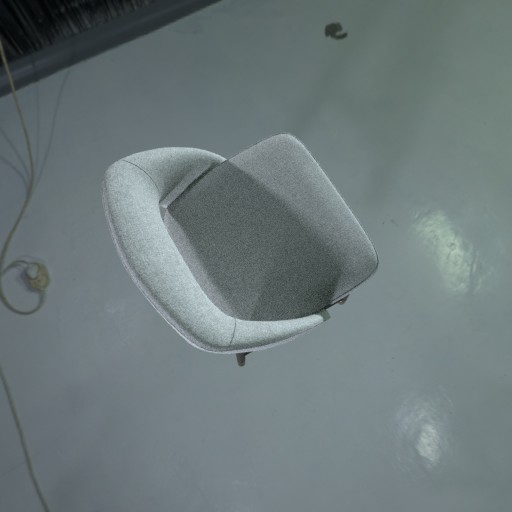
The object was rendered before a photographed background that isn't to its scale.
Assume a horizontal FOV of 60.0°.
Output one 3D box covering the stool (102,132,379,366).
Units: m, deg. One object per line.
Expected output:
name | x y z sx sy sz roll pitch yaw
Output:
stool | 0.000 0.000 1.210 0.509 0.940 0.494 -31 78 -7
